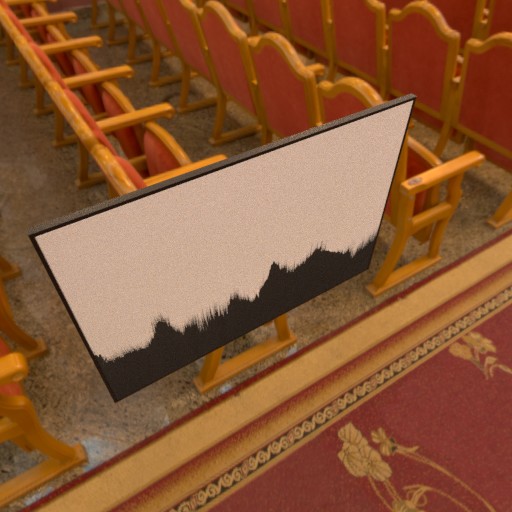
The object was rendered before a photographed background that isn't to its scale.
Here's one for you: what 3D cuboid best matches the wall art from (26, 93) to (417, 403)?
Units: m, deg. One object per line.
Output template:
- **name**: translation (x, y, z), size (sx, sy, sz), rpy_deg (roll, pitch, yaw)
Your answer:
- **wall art**: translation (0.000, 0.000, 1.198), size (0.957, 0.660, 0.019), rpy_deg (-25, 51, -22)
